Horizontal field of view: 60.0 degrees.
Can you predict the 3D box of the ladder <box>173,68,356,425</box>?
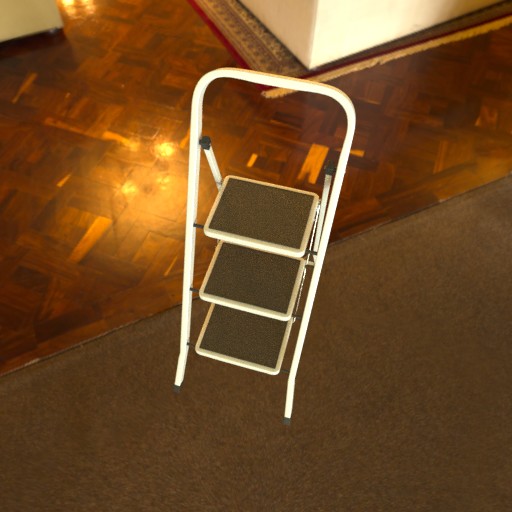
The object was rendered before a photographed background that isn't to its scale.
[{"bbox_3d":[0.000,0.000,1.404,0.460,1.050,0.711,13,58,8],"label":"ladder"}]
